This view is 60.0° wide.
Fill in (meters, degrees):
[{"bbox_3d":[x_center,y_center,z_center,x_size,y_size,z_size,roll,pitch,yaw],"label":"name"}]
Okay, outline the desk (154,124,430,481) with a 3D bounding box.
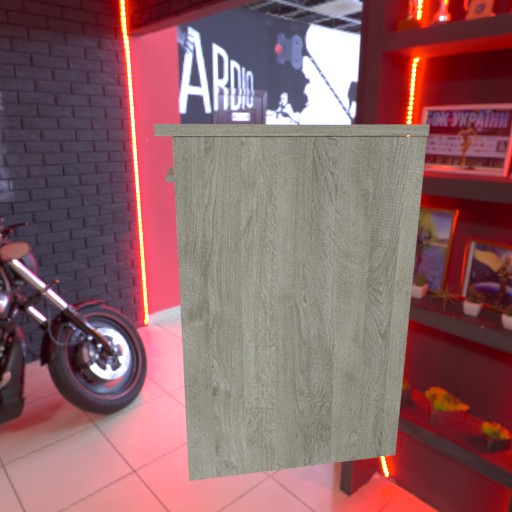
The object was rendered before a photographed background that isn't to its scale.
[{"bbox_3d":[0.000,0.000,1.298,0.498,0.724,0.893,-3,16,-9],"label":"desk"}]
